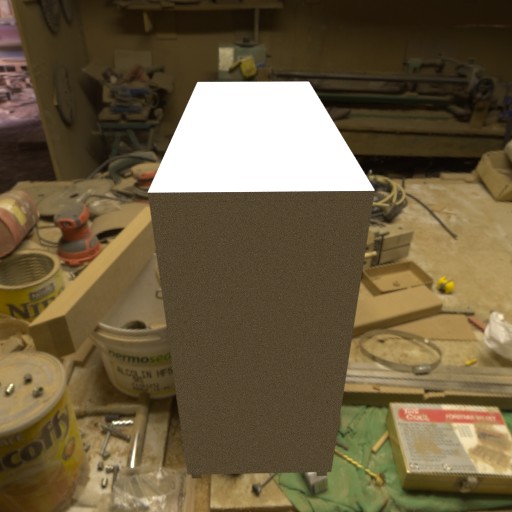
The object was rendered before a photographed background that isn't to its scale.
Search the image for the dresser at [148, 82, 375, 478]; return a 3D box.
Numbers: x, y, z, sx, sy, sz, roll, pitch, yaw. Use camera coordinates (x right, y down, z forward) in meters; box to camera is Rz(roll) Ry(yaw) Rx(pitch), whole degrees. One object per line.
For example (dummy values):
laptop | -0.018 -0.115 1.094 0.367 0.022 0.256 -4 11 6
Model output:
dresser | 0.000 0.000 1.625 0.460 1.000 1.100 -1 32 -1
